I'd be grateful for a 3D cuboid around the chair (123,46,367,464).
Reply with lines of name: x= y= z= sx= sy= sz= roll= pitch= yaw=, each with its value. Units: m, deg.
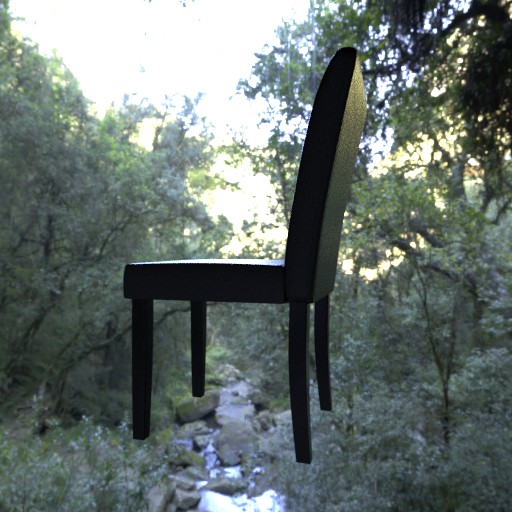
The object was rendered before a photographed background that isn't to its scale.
chair: x=0.000 y=0.000 z=1.179 sx=0.556 sy=0.897 sz=0.399 roll=0 pitch=0 yaw=17
